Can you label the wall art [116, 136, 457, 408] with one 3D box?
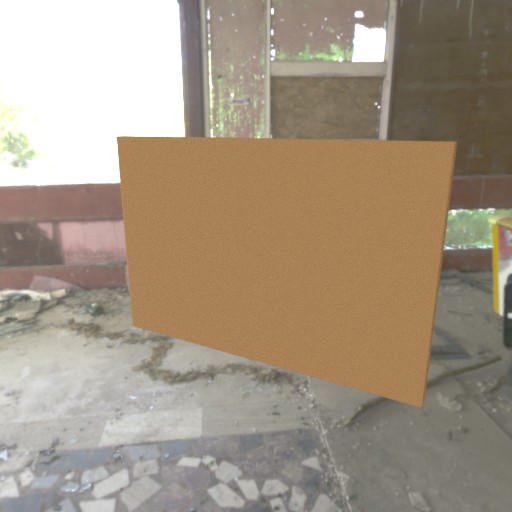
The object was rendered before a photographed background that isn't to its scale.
[{"bbox_3d":[0.000,0.000,1.184,0.915,0.608,0.033,9,19,28],"label":"wall art"}]
